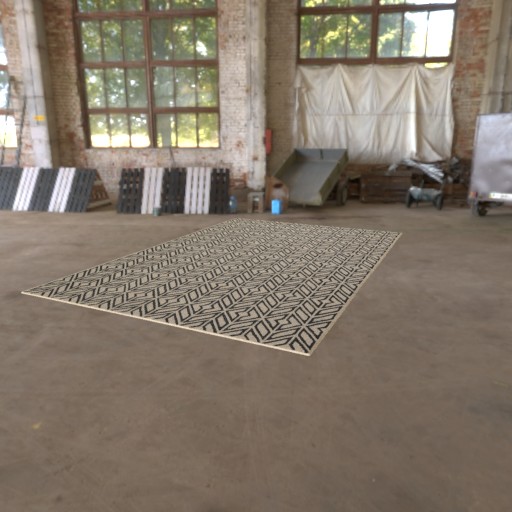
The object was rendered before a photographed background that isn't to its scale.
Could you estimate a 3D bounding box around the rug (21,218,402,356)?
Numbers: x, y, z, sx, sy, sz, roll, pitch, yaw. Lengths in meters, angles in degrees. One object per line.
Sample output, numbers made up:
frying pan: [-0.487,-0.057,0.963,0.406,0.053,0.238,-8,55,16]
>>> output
rug: [0.000,0.000,2.322,1.220,0.007,1.828,7,17,25]
